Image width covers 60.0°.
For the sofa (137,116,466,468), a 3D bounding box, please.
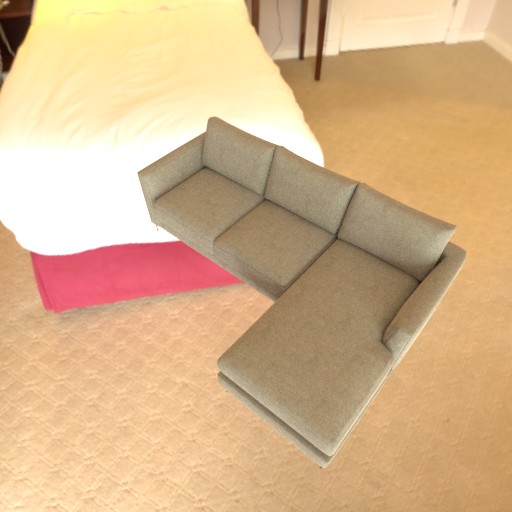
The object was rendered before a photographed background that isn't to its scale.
[{"bbox_3d":[0.000,0.000,3.229,2.438,0.864,1.626,31,55,26],"label":"sofa"}]
